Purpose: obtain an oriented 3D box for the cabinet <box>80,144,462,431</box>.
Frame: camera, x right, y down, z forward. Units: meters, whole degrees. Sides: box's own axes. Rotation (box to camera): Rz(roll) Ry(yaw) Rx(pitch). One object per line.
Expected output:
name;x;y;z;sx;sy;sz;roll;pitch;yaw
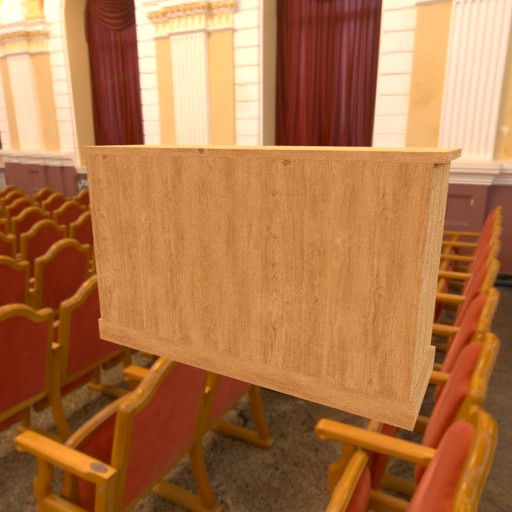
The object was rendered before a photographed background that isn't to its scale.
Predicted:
cabinet;0.000;0.000;1.699;1.321;0.810;0.432;8;17;28
